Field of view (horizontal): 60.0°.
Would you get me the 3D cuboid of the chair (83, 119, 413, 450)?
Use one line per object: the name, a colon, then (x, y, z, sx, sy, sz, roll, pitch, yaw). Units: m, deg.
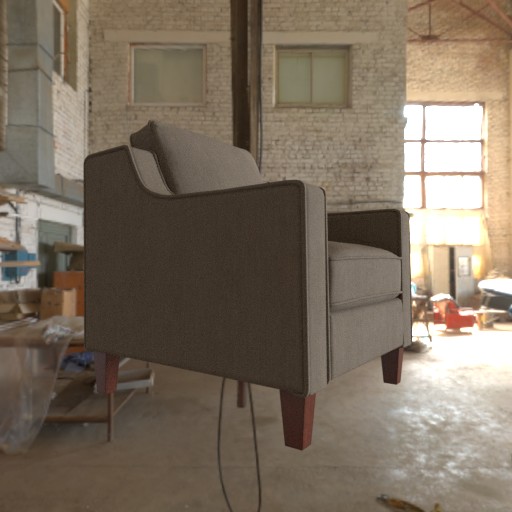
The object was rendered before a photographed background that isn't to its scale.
chair: (0.000, 0.000, 1.625, 0.909, 0.960, 0.831, 0, -1, 36)
